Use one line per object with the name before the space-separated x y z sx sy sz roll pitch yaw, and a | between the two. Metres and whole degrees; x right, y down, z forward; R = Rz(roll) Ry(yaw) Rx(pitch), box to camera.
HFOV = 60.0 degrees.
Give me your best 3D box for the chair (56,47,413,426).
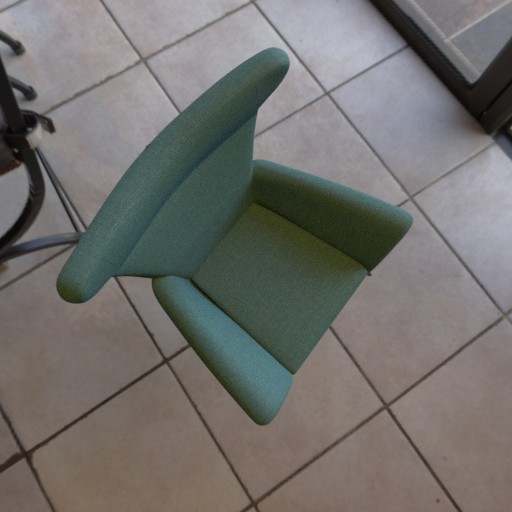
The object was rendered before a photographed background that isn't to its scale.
chair | 0.000 0.000 1.749 0.900 0.980 1.050 37 79 8
